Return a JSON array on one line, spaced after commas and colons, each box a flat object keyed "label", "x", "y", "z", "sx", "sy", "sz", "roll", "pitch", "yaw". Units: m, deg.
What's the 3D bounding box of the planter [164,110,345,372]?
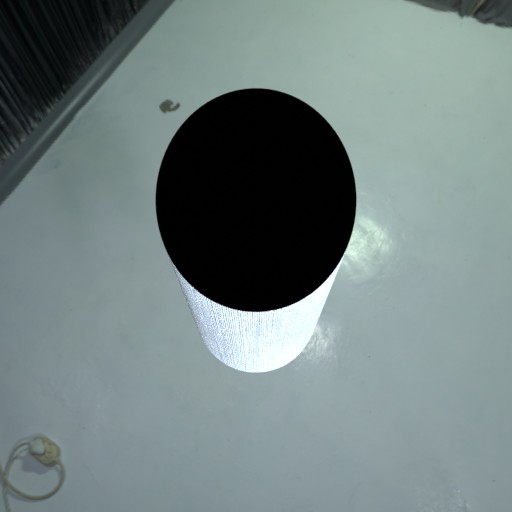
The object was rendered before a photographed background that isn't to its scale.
[{"label": "planter", "x": 0.000, "y": 0.000, "z": 0.126, "sx": 0.045, "sy": 0.103, "sz": 0.045, "roll": 18, "pitch": 65, "yaw": 9}]
